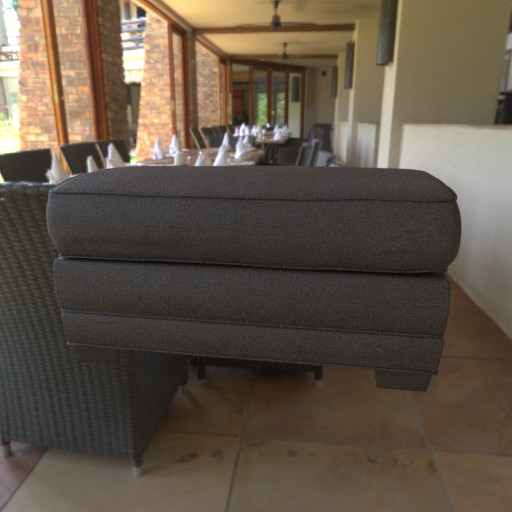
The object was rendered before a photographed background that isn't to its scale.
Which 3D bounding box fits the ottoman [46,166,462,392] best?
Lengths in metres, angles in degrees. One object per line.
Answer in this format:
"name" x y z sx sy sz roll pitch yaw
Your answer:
"ottoman" 0.000 0.000 1.137 0.864 0.448 0.490 3 17 9
